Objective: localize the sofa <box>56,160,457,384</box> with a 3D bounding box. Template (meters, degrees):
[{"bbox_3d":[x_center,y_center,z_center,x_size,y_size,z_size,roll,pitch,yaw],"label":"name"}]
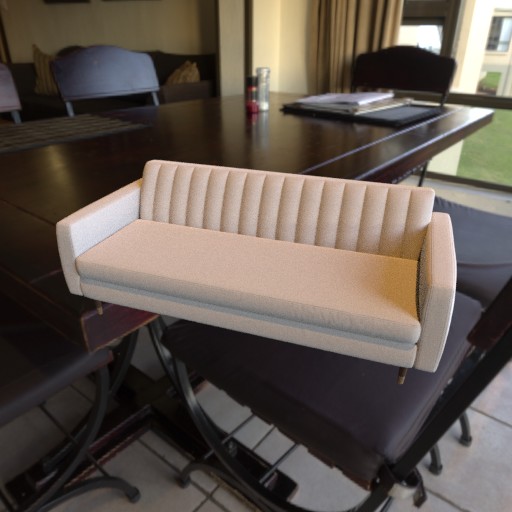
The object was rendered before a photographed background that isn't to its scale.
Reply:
[{"bbox_3d":[0.000,0.000,2.797,2.291,0.821,0.990,9,29,17],"label":"sofa"}]
